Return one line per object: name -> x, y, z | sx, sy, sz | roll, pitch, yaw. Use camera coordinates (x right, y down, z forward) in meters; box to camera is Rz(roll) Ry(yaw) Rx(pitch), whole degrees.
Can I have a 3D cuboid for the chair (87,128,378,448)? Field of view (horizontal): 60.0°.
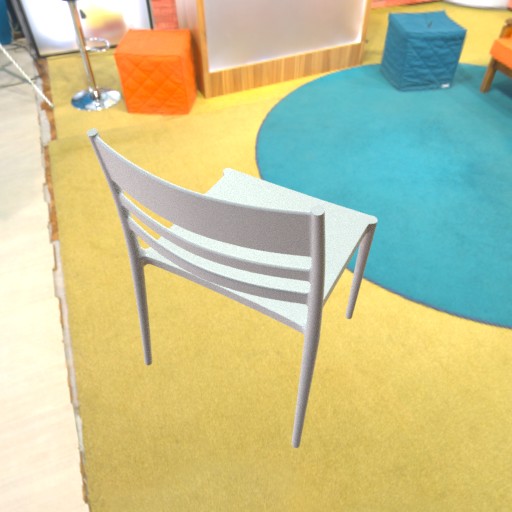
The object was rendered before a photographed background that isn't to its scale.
chair -> 0.000, 0.000, 1.146 | 0.531, 0.800, 0.511 | 22, 50, 20
